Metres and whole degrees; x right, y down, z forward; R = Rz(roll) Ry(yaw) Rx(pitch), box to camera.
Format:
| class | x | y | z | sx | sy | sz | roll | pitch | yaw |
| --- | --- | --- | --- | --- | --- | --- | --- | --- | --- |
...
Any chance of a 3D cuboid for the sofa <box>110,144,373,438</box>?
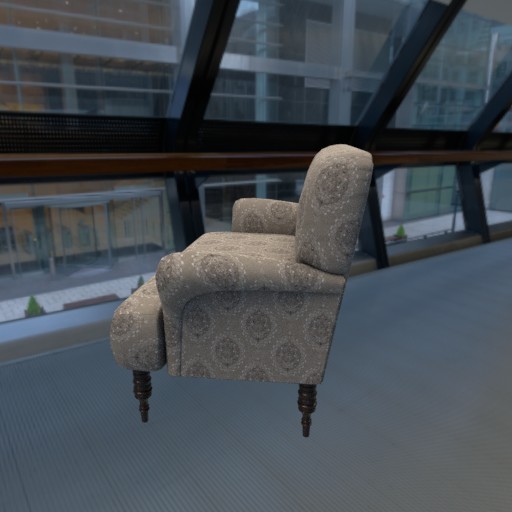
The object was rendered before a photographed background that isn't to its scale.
| class | x | y | z | sx | sy | sz | roll | pitch | yaw |
| --- | --- | --- | --- | --- | --- | --- | --- | --- | --- |
| sofa | 0.000 | 0.000 | 1.851 | 0.779 | 0.889 | 1.297 | 2 | 15 | 8 |
